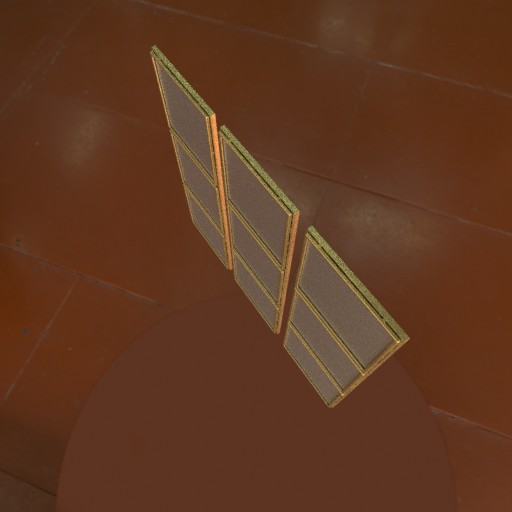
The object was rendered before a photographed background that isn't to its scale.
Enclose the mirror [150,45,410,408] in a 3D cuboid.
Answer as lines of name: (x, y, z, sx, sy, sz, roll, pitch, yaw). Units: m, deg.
mirror: (0.000, 0.000, 1.454, 0.023, 0.926, 1.011, -32, 68, -15)
